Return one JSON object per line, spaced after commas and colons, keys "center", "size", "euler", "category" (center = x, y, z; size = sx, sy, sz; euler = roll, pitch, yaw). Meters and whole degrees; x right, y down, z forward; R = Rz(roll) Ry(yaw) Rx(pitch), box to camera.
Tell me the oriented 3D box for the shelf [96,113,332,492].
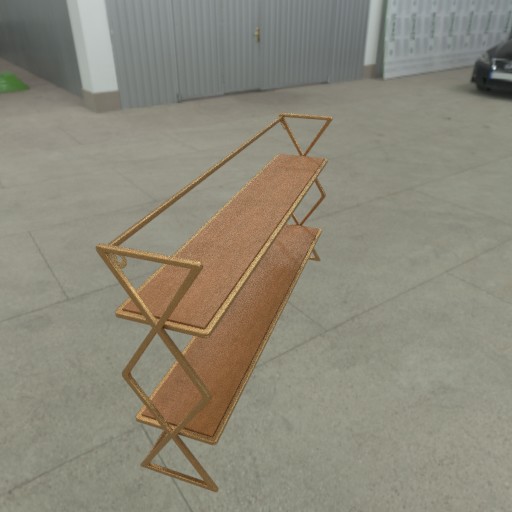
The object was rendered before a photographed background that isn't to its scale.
{"center": [0.000, 0.000, 0.994], "size": [0.150, 0.450, 0.822], "euler": [10, 31, 17], "category": "shelf"}
